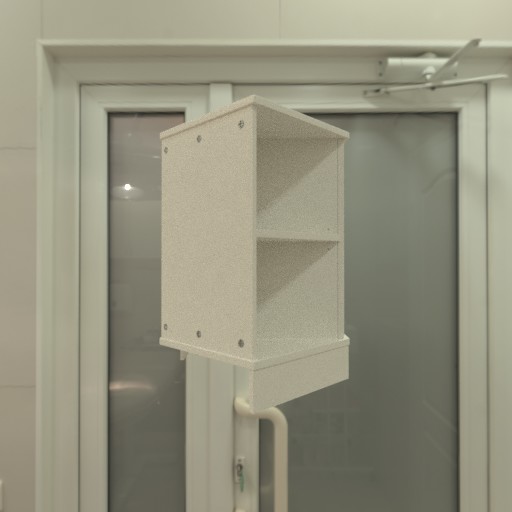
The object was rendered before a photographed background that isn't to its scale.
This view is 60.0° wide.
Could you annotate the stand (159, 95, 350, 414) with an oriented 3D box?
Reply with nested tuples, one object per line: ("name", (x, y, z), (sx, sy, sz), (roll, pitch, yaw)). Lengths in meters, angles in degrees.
("stand", (0.000, 0.000, 1.383), (0.477, 0.614, 1.072), (0, 0, 1))
